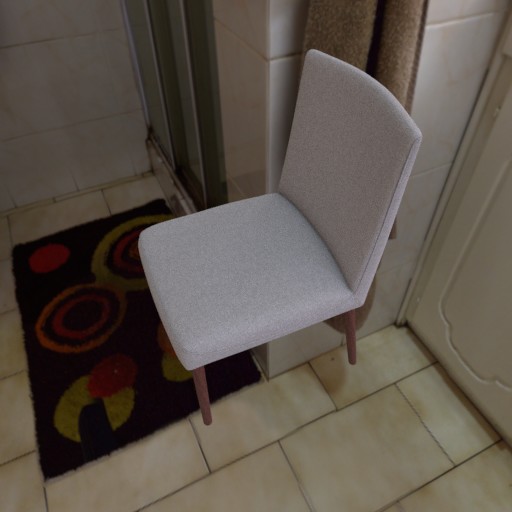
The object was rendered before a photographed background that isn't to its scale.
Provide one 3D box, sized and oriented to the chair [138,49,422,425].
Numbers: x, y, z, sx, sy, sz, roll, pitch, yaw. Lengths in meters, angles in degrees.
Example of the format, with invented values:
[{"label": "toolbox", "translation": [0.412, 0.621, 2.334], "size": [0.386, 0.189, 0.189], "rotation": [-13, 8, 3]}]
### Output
[{"label": "chair", "translation": [0.000, 0.000, 1.173], "size": [0.570, 0.859, 0.456], "rotation": [-18, 49, -16]}]
